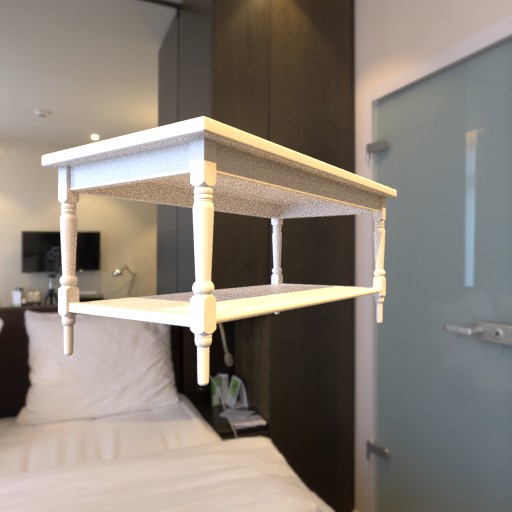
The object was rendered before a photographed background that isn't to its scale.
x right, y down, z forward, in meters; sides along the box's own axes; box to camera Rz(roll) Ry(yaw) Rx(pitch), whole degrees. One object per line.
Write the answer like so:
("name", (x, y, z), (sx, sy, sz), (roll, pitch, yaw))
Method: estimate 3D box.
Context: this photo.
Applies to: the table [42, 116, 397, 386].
("table", (0.000, 0.000, 1.416), (0.550, 0.510, 1.107), (0, 0, 35))
